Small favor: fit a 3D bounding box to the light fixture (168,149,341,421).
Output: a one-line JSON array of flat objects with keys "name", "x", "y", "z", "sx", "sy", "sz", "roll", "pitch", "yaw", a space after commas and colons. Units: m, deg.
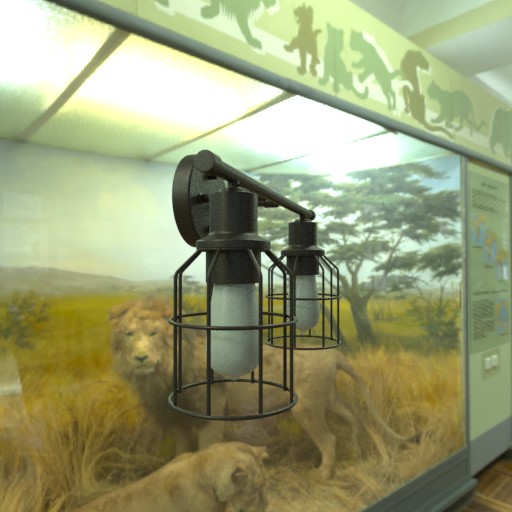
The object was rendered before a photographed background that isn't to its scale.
[{"name": "light fixture", "x": 0.000, "y": 0.000, "z": 0.533, "sx": 0.165, "sy": 0.254, "sz": 0.406, "roll": 0, "pitch": -1, "yaw": 18}]
